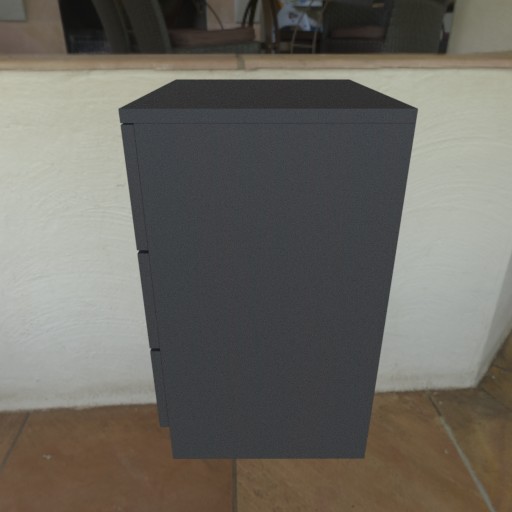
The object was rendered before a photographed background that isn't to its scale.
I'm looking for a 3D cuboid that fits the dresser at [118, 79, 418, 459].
[{"bbox_3d":[0.000,0.000,0.795,0.360,0.560,0.400,0,26,0],"label":"dresser"}]
